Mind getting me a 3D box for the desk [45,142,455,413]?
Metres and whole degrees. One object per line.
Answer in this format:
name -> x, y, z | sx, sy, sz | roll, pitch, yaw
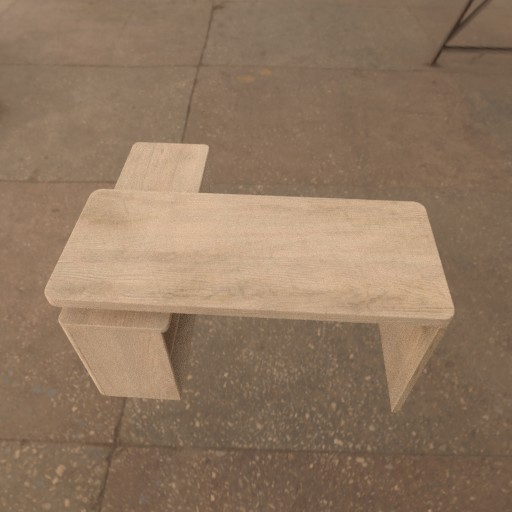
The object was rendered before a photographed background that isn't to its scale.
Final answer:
desk -> 0.000, 0.000, 2.158 | 1.400, 0.770, 1.175 | 3, 48, 2
